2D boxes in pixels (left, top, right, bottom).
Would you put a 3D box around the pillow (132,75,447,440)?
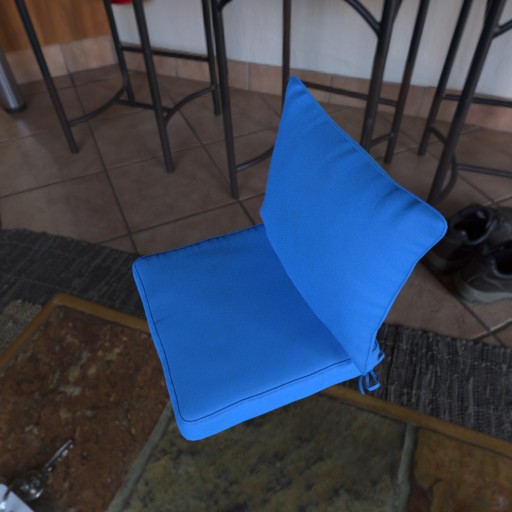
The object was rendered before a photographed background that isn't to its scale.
[{"bbox_3d":[0.000,0.000,1.358,0.733,0.725,0.798,-17,49,-15],"label":"pillow"}]
